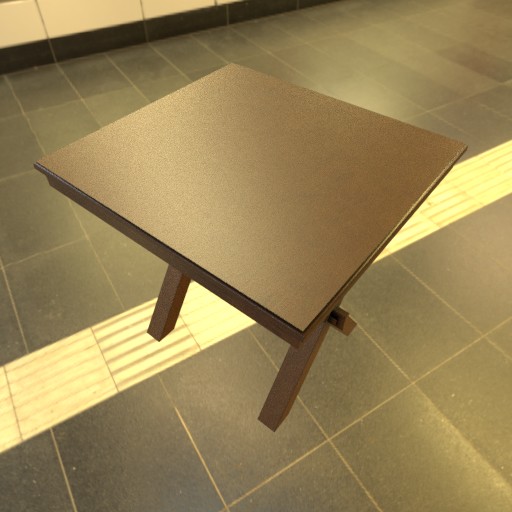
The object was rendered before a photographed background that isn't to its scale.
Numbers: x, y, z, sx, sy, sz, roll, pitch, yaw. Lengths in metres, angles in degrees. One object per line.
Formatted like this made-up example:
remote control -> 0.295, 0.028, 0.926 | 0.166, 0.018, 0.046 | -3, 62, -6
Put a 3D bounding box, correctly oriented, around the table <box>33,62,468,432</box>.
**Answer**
table -> 0.000, 0.000, 1.034 | 0.602, 0.562, 0.560 | 30, 53, 26
